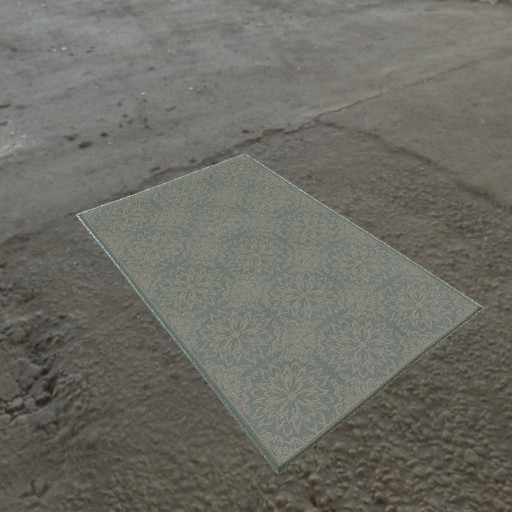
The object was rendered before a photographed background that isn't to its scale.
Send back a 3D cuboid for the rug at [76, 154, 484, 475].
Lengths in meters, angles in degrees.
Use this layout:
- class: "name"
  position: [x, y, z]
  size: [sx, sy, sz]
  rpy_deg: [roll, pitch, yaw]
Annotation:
- class: "rug"
  position: [0.000, 0.000, 2.290]
  size: [1.219, 0.012, 1.840]
  rpy_deg: [-27, 47, -27]
